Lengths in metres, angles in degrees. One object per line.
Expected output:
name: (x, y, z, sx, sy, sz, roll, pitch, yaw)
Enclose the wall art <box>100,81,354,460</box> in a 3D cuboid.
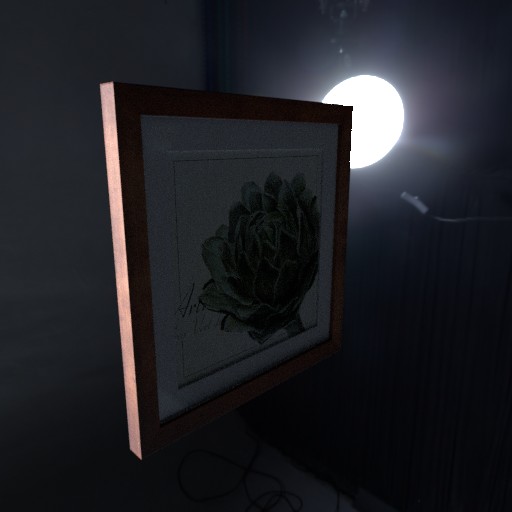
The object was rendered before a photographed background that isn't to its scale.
wall art: (0.000, 0.000, 0.844, 0.554, 0.572, 0.037, -14, 20, -43)
